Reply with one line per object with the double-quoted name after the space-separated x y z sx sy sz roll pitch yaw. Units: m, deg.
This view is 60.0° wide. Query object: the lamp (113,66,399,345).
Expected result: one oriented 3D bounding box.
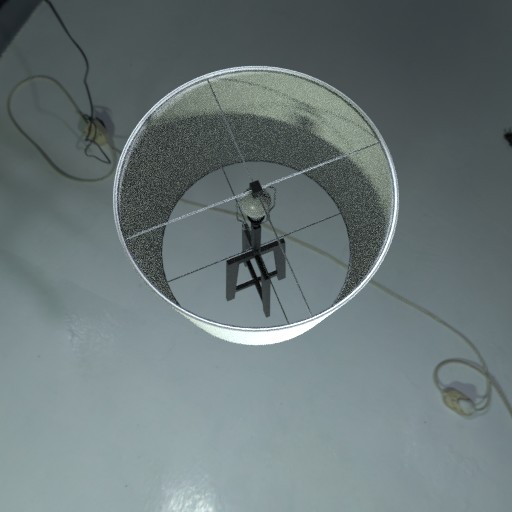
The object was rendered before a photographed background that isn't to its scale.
0.000 0.000 0.633 0.257 0.489 0.257 22 76 6 "lamp"
